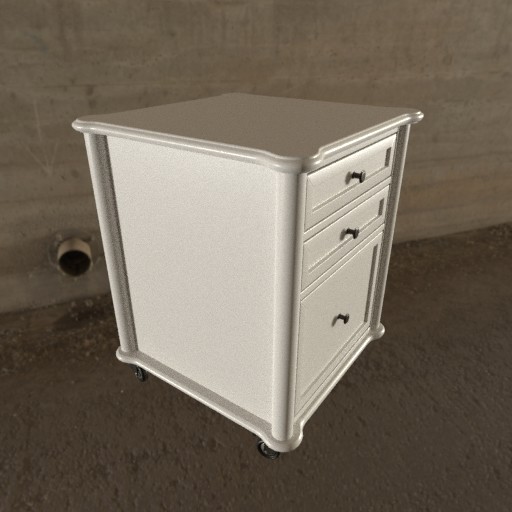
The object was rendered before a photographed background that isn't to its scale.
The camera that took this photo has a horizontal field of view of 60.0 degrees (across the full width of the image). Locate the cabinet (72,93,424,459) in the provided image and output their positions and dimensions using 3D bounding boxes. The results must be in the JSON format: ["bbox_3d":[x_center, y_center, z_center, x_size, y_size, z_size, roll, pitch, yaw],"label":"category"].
[{"bbox_3d":[0.000,0.000,1.228,0.627,0.761,0.628,18,32,31],"label":"cabinet"}]
